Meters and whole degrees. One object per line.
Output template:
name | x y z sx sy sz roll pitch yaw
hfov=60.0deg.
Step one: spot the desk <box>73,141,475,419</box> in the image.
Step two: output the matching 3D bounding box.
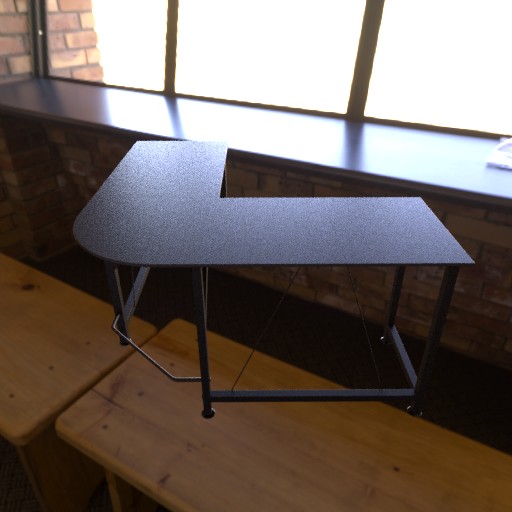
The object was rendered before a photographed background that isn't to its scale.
desk | 0.000 0.000 2.219 1.400 0.762 1.400 0 30 0
